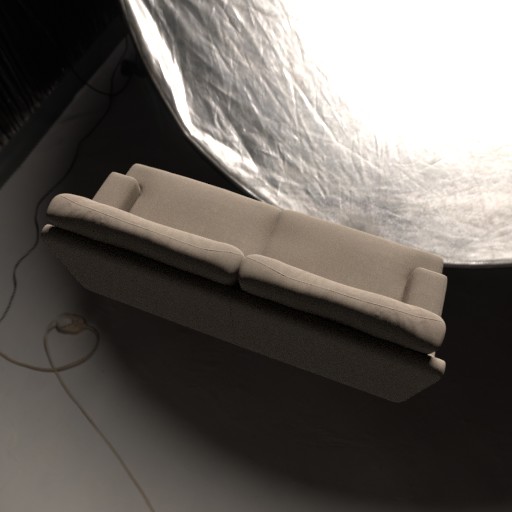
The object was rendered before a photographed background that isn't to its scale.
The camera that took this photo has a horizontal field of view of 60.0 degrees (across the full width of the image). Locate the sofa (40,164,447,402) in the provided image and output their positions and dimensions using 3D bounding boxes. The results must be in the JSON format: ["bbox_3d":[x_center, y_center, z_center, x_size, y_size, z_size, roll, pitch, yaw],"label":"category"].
[{"bbox_3d":[0.000,0.000,2.852,2.354,0.980,0.962,18,63,10],"label":"sofa"}]
